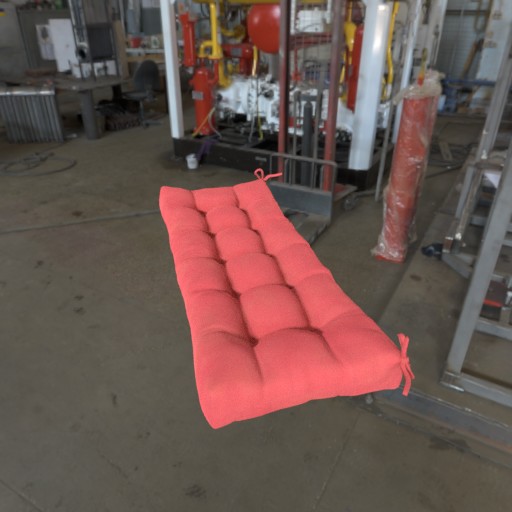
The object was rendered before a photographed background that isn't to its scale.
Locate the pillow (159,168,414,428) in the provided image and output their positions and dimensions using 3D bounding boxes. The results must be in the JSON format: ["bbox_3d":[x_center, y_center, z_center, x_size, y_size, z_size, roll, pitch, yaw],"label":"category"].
[{"bbox_3d":[0.000,0.000,1.372,0.511,0.174,1.194,-8,31,-13],"label":"pillow"}]
